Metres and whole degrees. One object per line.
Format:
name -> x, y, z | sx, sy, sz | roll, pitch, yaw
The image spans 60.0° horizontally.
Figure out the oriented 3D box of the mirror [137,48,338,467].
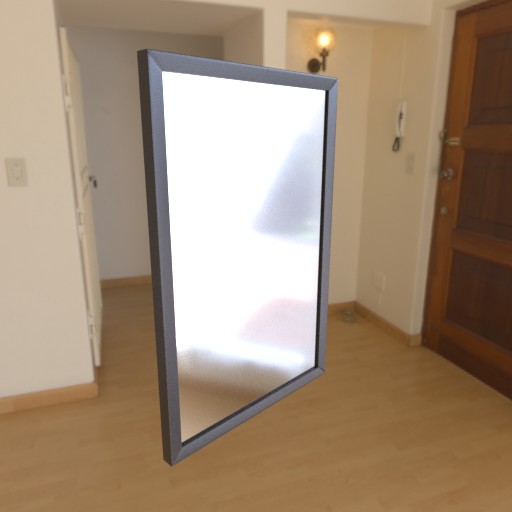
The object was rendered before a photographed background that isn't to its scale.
mirror -> 0.000, 0.000, 1.156 | 0.040, 0.915, 0.609 | 15, 21, 43
